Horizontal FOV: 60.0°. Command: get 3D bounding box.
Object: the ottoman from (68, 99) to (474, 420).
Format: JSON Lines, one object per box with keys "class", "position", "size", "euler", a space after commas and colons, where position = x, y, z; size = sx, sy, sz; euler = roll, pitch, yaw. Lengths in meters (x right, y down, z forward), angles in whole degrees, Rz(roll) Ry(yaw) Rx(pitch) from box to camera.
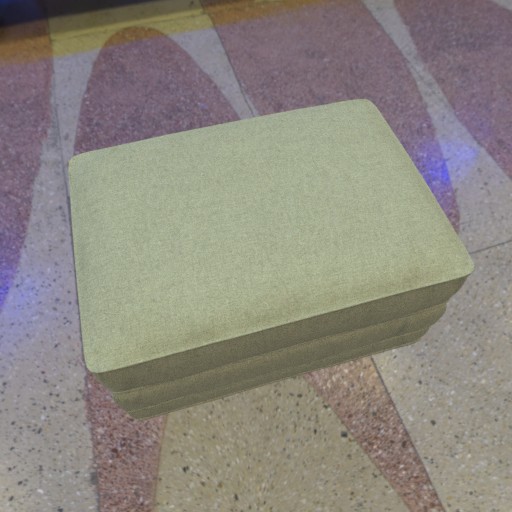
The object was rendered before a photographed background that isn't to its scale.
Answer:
{"class": "ottoman", "position": [0.000, 0.000, 1.201], "size": [0.848, 0.508, 0.611], "euler": [-14, 60, -8]}
